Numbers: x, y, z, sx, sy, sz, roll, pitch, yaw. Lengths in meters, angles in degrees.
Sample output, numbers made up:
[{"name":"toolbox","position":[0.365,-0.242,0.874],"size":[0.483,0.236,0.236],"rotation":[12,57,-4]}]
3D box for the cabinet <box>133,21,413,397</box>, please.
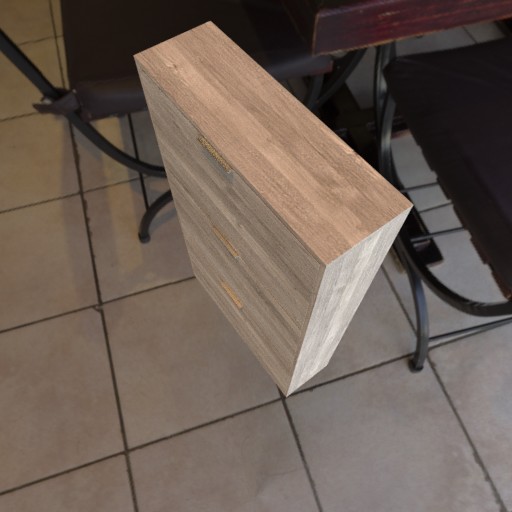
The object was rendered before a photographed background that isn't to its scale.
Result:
[{"name":"cabinet","position":[0.000,0.000,1.581],"size":[0.250,1.280,0.750],"rotation":[-33,67,-16]}]
